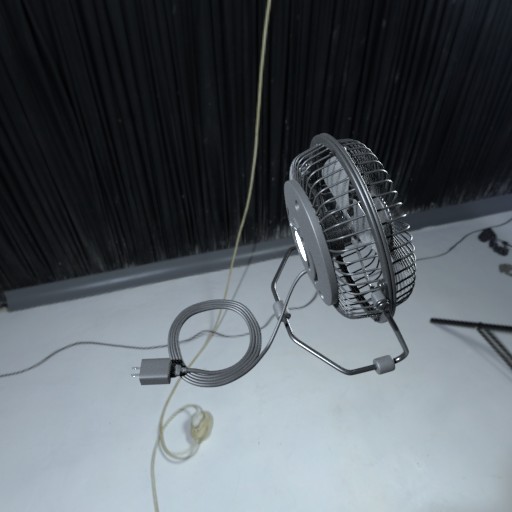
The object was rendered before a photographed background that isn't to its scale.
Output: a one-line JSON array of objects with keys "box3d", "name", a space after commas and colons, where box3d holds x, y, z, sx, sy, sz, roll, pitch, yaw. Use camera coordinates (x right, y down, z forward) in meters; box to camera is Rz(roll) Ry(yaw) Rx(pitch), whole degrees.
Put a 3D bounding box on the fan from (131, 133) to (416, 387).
[{"box3d": [0.000, 0.000, 0.307, 0.202, 0.152, 0.153, -11, 47, -11], "name": "fan"}]
